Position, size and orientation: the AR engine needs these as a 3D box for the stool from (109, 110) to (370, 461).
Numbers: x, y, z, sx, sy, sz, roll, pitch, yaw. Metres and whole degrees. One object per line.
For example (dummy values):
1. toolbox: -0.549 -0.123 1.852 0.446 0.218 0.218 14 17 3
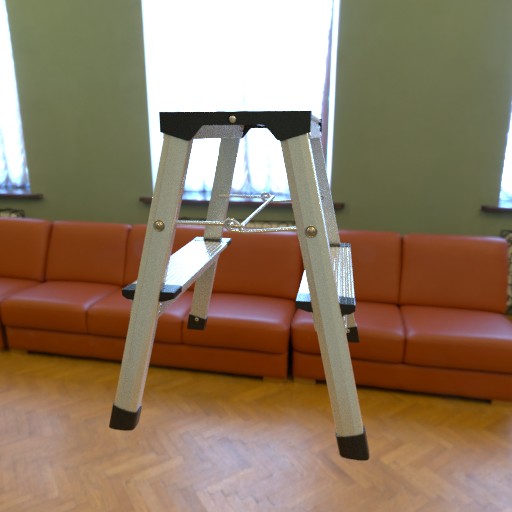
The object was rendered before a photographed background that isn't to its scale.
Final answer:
1. stool: 0.000 0.000 0.795 0.405 0.480 0.404 3 16 10
